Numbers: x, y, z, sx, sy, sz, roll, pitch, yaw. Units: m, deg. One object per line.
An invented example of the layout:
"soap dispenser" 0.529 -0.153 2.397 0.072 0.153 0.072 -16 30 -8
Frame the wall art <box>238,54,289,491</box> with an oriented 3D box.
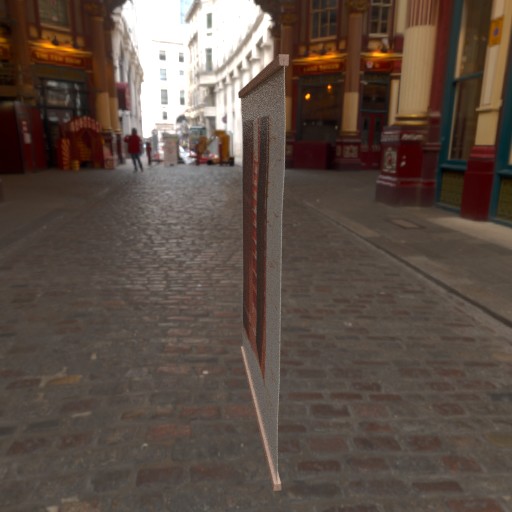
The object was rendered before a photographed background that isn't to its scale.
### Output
"wall art" 0.000 0.000 1.339 0.020 1.013 0.758 -2 15 -8
